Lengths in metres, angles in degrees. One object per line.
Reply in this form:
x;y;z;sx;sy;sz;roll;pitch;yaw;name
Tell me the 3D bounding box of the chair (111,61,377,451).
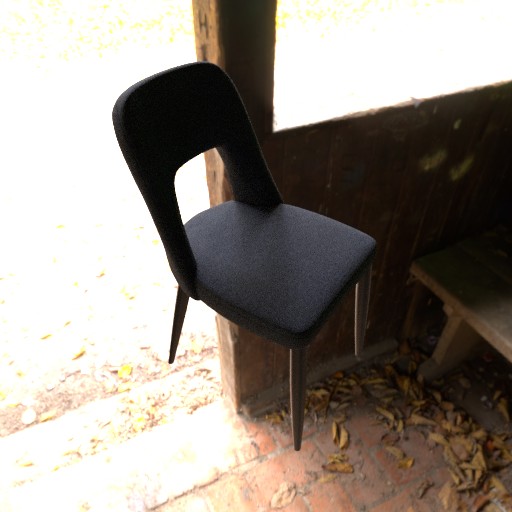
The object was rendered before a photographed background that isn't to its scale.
0.000;0.000;1.275;0.612;0.931;0.470;25;46;26;chair
